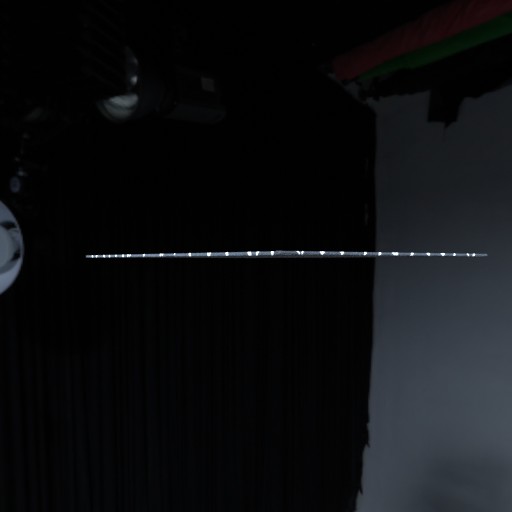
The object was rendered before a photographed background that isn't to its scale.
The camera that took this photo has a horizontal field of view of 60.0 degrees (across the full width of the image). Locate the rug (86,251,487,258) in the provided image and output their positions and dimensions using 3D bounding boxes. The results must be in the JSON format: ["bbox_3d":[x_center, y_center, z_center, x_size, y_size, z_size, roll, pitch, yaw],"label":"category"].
[{"bbox_3d":[0.000,0.000,2.334,1.223,0.013,1.830,0,-1,-37],"label":"rug"}]
